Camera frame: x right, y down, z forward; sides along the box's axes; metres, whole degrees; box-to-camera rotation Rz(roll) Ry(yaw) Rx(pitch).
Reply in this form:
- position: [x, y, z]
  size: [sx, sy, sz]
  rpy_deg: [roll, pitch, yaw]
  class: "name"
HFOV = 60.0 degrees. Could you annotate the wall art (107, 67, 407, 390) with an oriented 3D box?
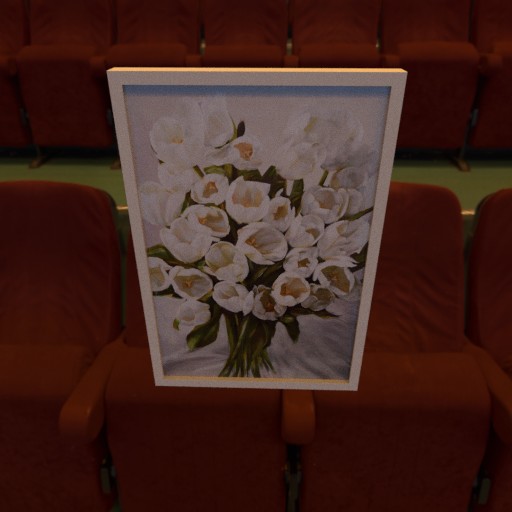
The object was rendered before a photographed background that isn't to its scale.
- position: [0.000, 0.000, 0.548]
  size: [0.293, 0.428, 0.025]
  rpy_deg: [1, 30, 2]
  class: "wall art"
